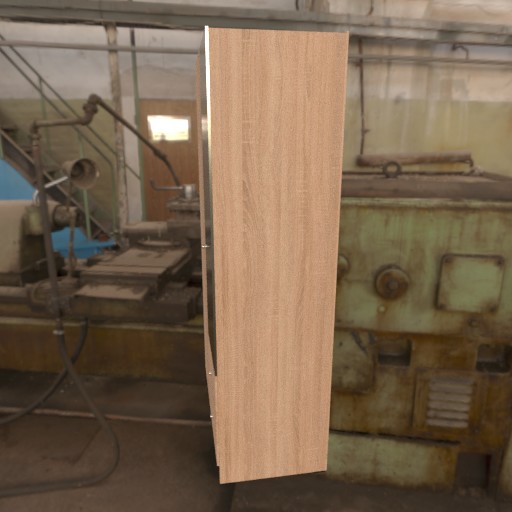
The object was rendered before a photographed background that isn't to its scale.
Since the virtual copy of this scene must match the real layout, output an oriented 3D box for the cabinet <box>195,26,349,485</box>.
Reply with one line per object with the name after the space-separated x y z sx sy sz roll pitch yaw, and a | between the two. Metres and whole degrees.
0.000 0.000 2.490 0.590 2.121 1.001 -3 16 -9 | cabinet
